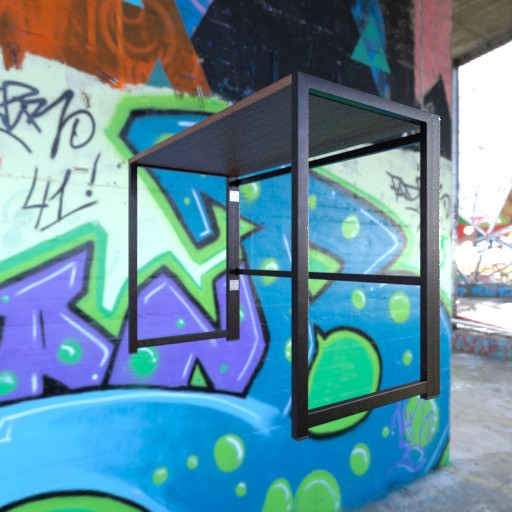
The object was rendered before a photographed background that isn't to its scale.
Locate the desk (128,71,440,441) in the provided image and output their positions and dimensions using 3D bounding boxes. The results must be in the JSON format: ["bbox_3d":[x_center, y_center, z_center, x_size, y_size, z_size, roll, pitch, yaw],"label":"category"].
[{"bbox_3d":[0.000,0.000,1.468,0.508,0.762,1.016,0,0,-35],"label":"desk"}]
